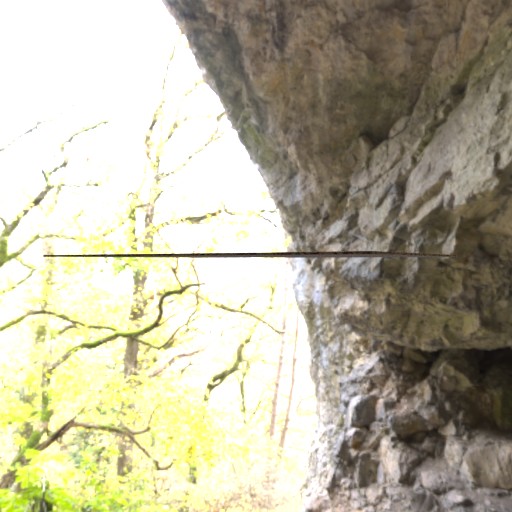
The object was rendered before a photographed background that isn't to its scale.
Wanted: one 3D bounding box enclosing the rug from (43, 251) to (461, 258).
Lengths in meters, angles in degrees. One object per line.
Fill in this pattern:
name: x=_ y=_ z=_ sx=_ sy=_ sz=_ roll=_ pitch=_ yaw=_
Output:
rug: x=0.000 y=0.000 z=4.272 sx=3.215 sy=0.020 sz=2.446 roll=0 pitch=-1 yaw=35
